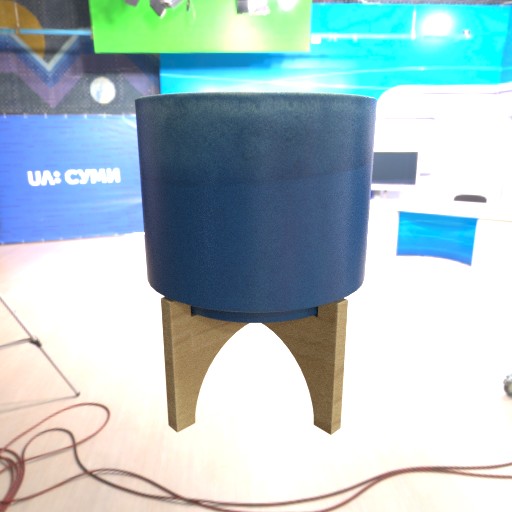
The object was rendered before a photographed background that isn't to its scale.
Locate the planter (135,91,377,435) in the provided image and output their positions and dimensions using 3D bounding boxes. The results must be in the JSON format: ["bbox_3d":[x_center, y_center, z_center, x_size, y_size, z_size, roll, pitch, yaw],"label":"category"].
[{"bbox_3d":[0.000,0.000,0.398,0.192,0.263,0.192,0,16,0],"label":"planter"}]
